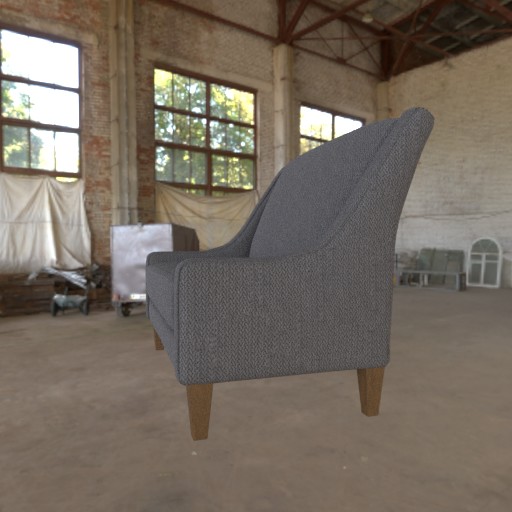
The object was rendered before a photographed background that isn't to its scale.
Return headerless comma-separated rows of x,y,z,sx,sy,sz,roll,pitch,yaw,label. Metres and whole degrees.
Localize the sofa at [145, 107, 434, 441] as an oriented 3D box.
0.000,0.000,1.925,0.873,1.022,1.242,-1,2,-18,sofa
